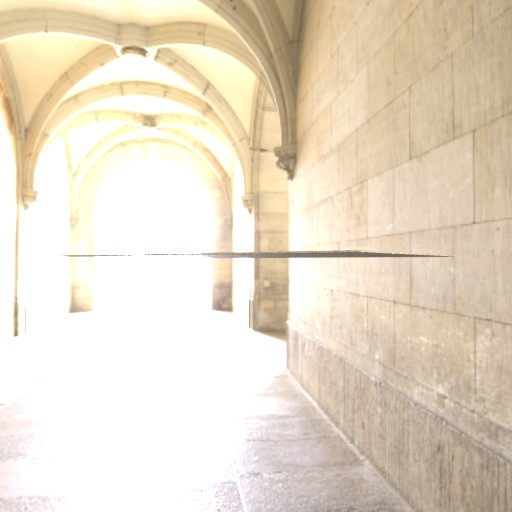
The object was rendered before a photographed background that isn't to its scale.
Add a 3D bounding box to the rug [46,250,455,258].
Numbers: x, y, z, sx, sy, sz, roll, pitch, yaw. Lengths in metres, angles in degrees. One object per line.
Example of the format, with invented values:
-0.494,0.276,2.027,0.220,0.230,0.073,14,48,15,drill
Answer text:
0.000,0.000,4.208,3.061,0.014,2.447,-1,-1,35,rug
